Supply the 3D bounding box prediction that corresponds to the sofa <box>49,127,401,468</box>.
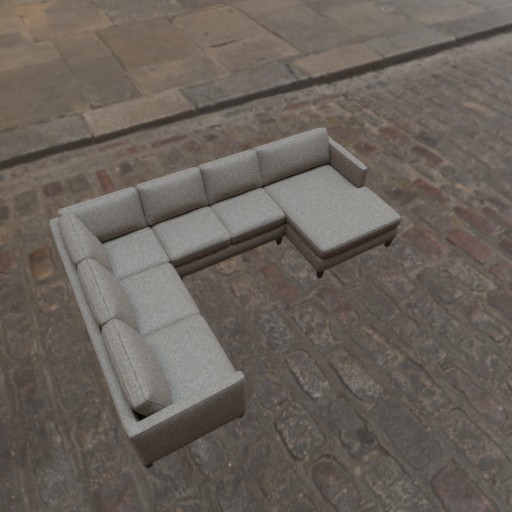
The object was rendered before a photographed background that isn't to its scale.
[{"bbox_3d":[0.000,0.000,4.445,3.403,0.889,2.551,-22,51,-20],"label":"sofa"}]
